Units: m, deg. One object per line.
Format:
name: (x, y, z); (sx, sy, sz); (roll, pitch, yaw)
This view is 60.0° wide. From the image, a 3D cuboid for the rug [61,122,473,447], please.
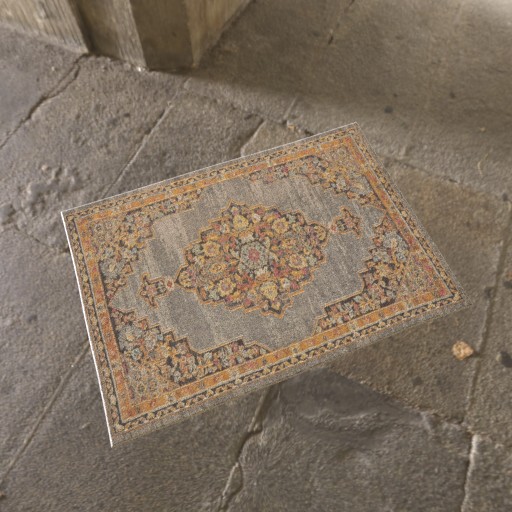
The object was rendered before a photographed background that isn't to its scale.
rug: (0.000, 0.000, 3.897); (3.063, 0.024, 2.158); (-19, 65, -9)
